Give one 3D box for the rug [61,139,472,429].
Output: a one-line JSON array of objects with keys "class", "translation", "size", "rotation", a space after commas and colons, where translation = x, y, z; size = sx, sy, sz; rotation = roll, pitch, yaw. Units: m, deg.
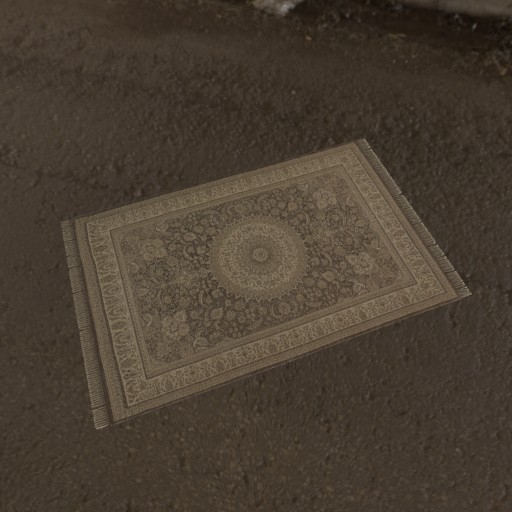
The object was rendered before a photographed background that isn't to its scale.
[{"class": "rug", "translation": [0.000, 0.000, 3.037], "size": [2.440, 0.010, 1.528], "rotation": [-17, 60, -10]}]
